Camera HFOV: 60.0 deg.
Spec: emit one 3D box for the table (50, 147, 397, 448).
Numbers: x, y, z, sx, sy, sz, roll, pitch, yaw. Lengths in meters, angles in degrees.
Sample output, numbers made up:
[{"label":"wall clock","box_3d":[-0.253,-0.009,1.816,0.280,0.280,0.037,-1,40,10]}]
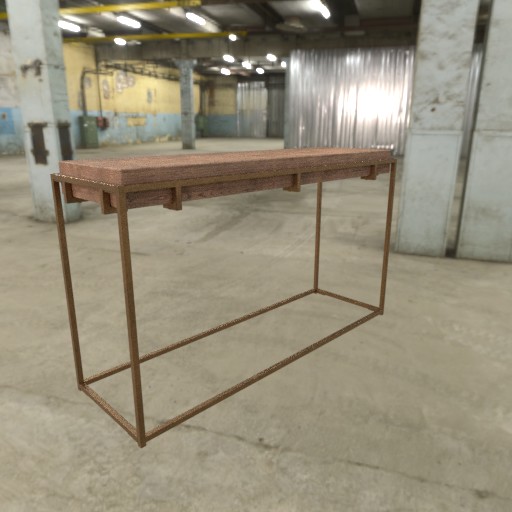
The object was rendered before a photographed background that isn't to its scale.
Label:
[{"label":"table","box_3d":[0.000,0.000,1.831,1.400,0.820,0.440,-16,22,-42]}]
